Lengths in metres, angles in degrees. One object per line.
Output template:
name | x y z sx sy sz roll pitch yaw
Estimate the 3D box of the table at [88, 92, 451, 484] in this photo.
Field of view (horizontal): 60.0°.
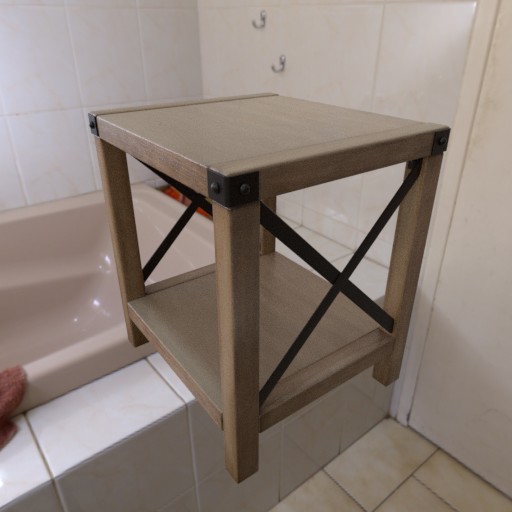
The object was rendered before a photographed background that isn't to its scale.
table | 0.000 0.000 0.927 0.459 0.561 0.510 -19 33 -31
